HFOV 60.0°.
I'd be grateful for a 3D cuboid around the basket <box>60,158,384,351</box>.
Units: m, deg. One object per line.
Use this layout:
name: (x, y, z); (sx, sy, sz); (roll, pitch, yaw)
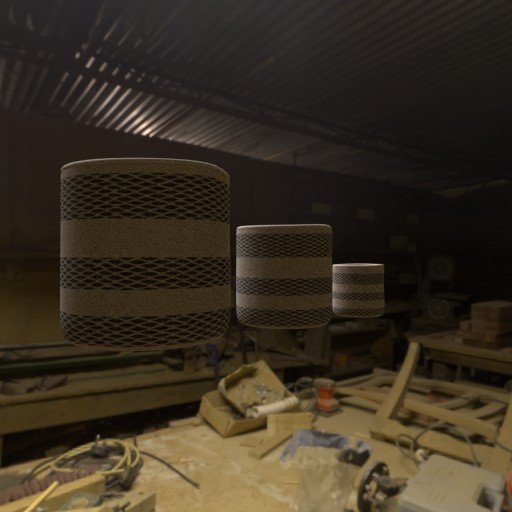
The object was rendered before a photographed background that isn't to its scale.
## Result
basket: (0.000, 0.000, 1.119); (0.917, 0.356, 0.351); (0, 0, -36)
